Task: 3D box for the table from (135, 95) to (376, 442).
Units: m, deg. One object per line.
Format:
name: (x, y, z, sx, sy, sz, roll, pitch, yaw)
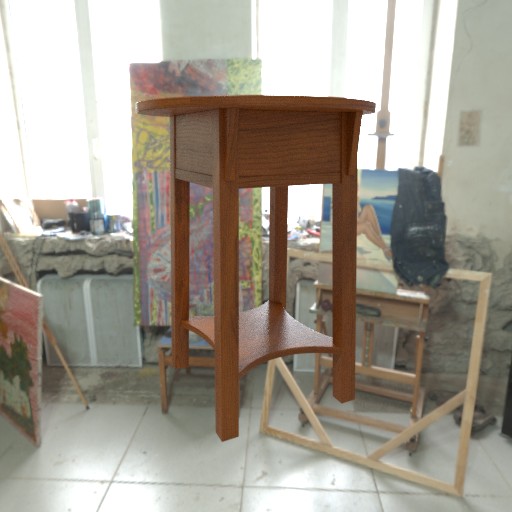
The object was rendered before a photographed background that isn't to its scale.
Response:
table: (0.000, 0.000, 0.946, 0.457, 0.610, 0.457, 0, 15, 0)
